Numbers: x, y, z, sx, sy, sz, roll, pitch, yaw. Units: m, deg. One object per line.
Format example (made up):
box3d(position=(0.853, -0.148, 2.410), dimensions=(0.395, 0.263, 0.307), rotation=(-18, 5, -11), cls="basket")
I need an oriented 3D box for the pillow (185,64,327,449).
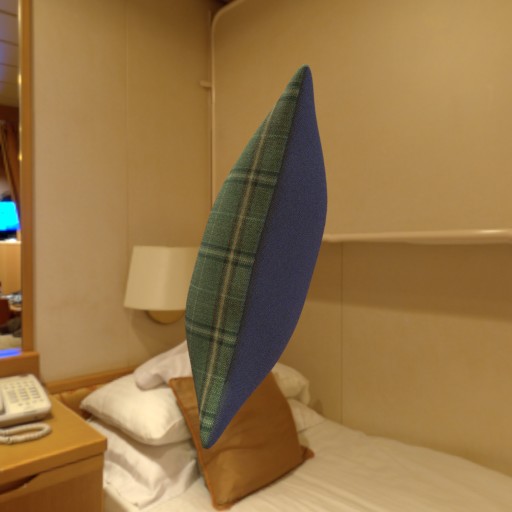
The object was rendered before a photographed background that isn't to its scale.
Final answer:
box3d(position=(0.000, 0.000, 0.715), dimensions=(0.200, 0.430, 0.453), rotation=(0, 1, 1), cls="pillow")
